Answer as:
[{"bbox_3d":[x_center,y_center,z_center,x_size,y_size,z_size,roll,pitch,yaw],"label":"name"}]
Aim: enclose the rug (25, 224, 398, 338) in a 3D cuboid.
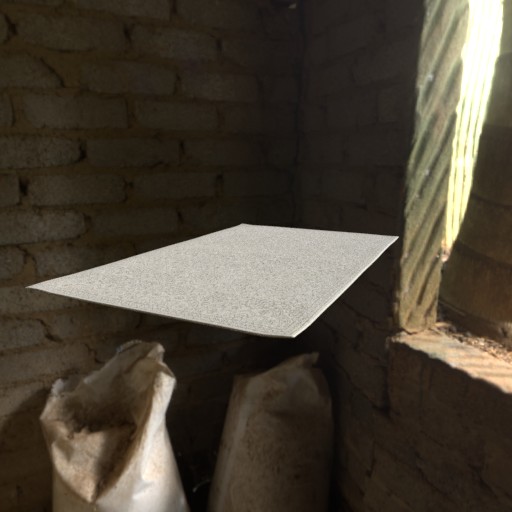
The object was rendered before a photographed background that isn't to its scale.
[{"bbox_3d":[0.000,0.000,2.444,1.214,0.023,1.947,6,14,26],"label":"rug"}]
